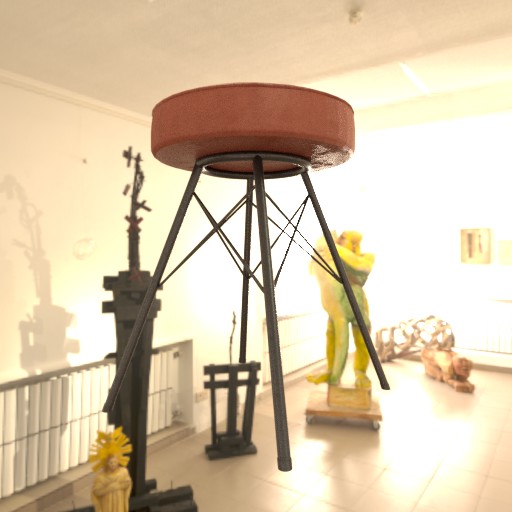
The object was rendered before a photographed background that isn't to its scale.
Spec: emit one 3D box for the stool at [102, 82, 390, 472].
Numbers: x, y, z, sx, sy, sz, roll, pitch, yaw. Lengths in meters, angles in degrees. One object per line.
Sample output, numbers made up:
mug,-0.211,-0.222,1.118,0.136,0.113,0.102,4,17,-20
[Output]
stool,0.000,0.000,0.916,0.421,0.593,0.457,1,1,35
